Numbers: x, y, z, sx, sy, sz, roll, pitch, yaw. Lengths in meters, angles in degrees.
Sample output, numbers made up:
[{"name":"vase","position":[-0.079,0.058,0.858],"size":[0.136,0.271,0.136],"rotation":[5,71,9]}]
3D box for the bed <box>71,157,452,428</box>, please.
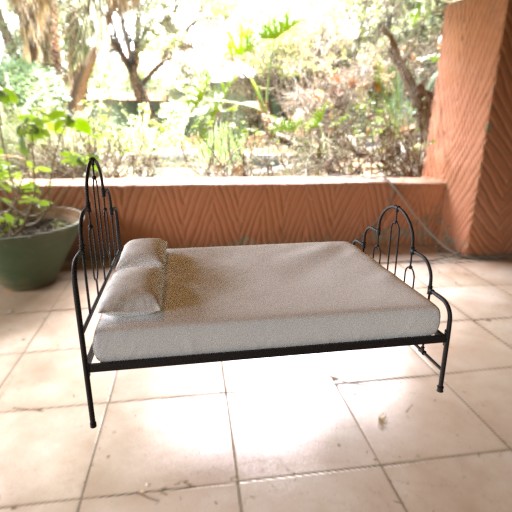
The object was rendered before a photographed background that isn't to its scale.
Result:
[{"name":"bed","position":[0.000,0.000,3.213],"size":[2.163,1.429,1.640],"rotation":[-3,17,-9]}]
